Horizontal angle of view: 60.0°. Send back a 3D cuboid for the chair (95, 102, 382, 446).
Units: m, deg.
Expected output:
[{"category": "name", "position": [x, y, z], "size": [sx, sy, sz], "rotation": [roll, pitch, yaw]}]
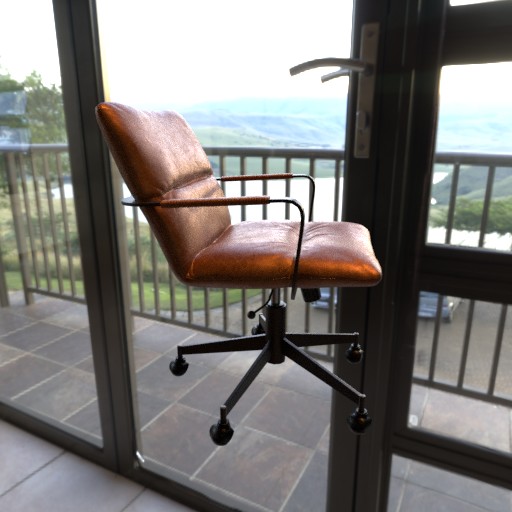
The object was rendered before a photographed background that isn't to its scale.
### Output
[{"category": "chair", "position": [0.000, 0.000, 1.429], "size": [0.754, 0.922, 0.727], "rotation": [3, 16, 9]}]
